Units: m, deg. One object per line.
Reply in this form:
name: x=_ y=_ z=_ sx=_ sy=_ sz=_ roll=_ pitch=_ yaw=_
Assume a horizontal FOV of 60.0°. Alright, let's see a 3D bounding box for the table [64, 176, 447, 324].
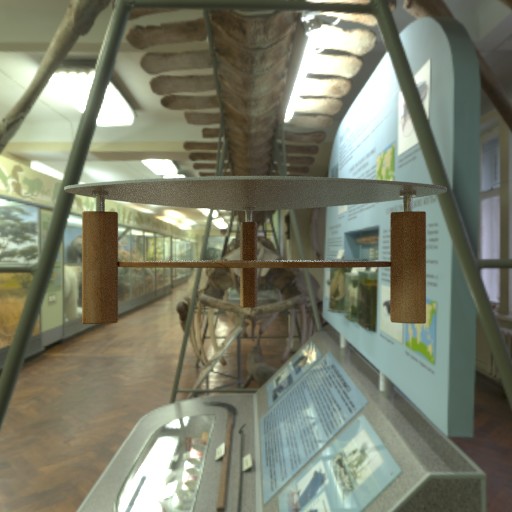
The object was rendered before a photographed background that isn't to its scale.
table: x=0.000 y=0.000 z=1.642 sx=1.250 sy=0.440 sz=0.850 roll=0 pitch=0 yaw=0
